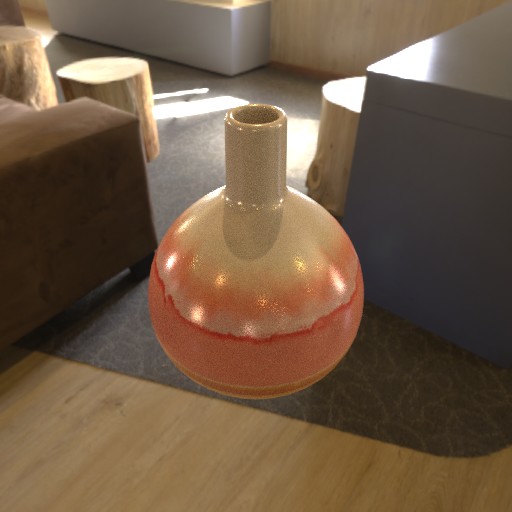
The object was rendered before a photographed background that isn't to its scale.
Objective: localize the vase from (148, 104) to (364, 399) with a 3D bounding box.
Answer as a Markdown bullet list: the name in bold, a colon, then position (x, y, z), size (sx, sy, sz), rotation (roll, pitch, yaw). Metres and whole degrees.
- **vase**: position (0.000, 0.000, 0.270), size (0.137, 0.176, 0.137), rotation (0, 39, 0)
